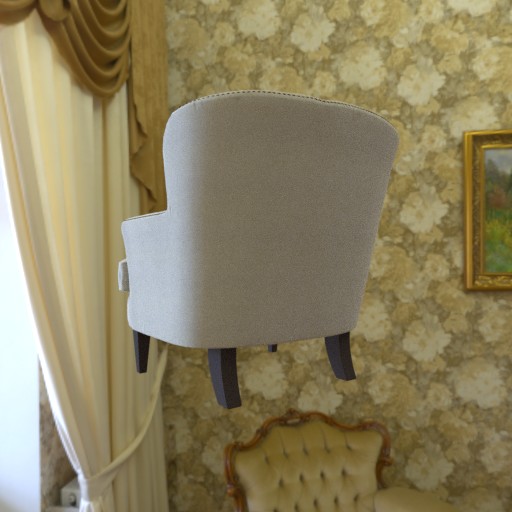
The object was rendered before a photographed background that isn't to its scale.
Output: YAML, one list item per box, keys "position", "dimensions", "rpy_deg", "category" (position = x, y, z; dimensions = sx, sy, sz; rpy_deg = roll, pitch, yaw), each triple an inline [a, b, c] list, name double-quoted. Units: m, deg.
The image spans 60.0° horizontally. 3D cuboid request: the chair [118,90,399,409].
- position: [0.000, 0.000, 1.593]
  dimensions: [0.848, 0.868, 0.906]
  rpy_deg: [0, 0, -36]
  category: "chair"
